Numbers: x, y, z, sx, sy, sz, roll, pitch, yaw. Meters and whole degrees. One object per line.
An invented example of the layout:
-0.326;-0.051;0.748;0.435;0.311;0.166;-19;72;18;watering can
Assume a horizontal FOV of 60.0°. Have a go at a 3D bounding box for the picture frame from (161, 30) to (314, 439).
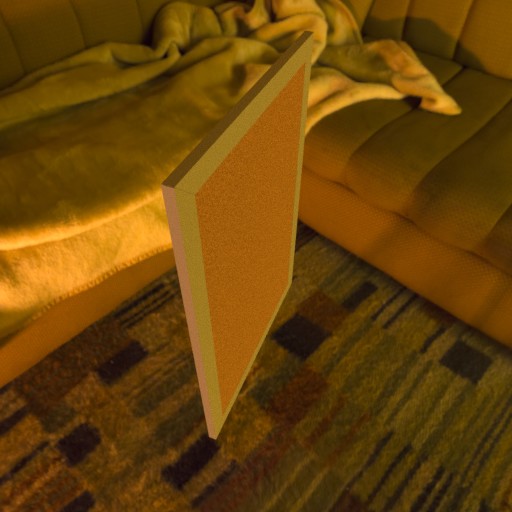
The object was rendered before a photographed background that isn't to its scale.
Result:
0.000;0.000;0.588;0.011;0.459;0.326;17;49;16;picture frame
